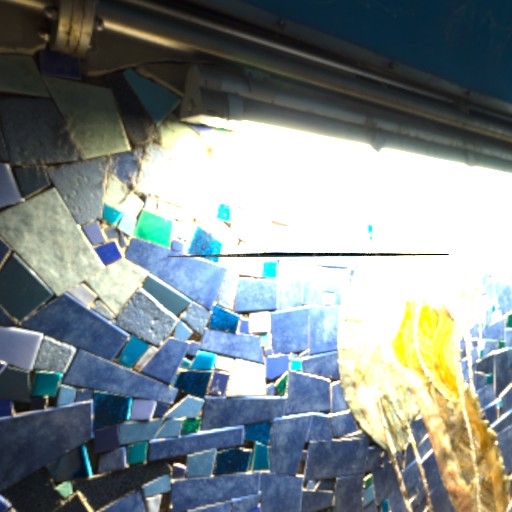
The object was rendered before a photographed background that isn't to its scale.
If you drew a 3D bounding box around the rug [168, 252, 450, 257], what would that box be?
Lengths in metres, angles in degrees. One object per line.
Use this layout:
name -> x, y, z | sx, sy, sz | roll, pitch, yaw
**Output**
rug -> 0.000, 0.000, 2.743 | 0.750, 0.011, 2.435 | 0, 0, -19
